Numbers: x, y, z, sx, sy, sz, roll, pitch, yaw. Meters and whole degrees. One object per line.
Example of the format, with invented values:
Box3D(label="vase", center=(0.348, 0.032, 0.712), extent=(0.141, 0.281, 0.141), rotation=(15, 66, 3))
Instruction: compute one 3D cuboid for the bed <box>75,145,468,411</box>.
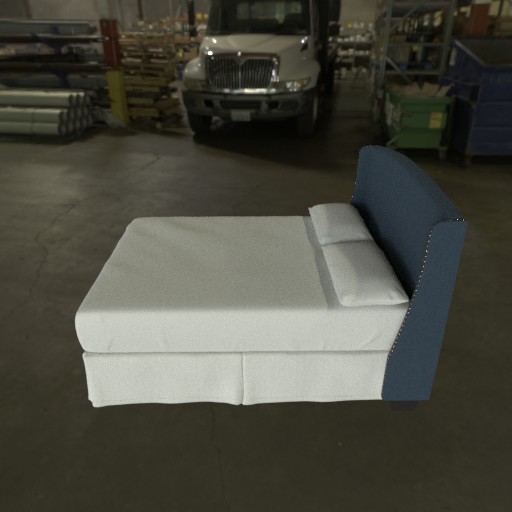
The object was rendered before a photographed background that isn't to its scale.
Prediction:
Box3D(label="bed", center=(0.000, 0.000, 3.303), extent=(2.237, 1.407, 1.710), rotation=(0, 27, -1))
